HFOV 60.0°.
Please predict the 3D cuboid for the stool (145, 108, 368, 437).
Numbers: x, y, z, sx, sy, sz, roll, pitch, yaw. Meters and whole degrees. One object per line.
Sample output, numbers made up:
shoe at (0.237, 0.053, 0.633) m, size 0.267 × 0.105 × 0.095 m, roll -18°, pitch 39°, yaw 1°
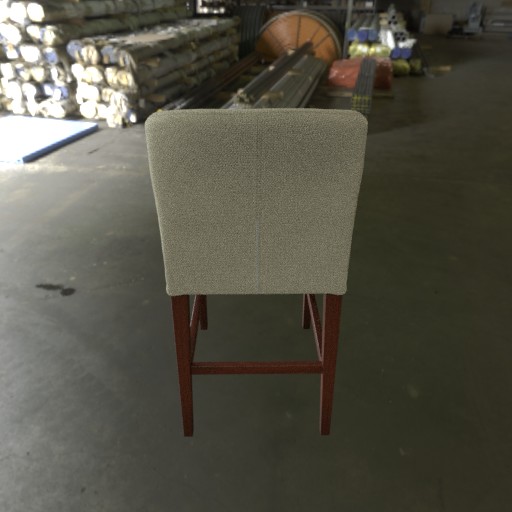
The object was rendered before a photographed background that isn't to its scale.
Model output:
stool at (0.000, 0.000, 1.308) m, size 0.481 × 0.969 × 0.568 m, roll 0°, pitch 32°, yaw -1°
